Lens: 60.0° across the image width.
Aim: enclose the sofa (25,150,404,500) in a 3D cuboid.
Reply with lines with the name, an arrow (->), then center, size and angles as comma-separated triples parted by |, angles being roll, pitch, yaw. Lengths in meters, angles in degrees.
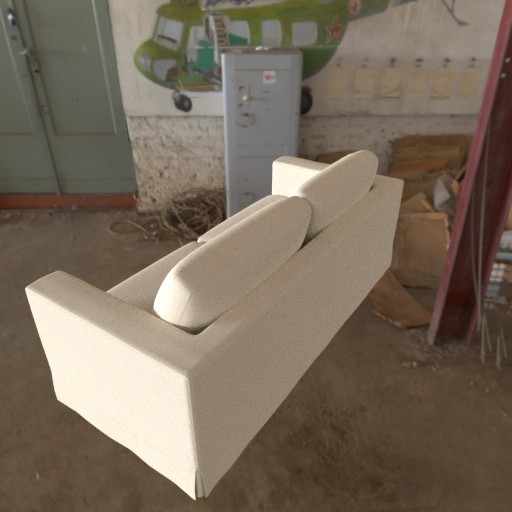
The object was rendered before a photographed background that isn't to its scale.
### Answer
sofa -> 0.000, 0.000, 2.509 | 0.954, 0.881, 2.163 | 19, 36, 29
